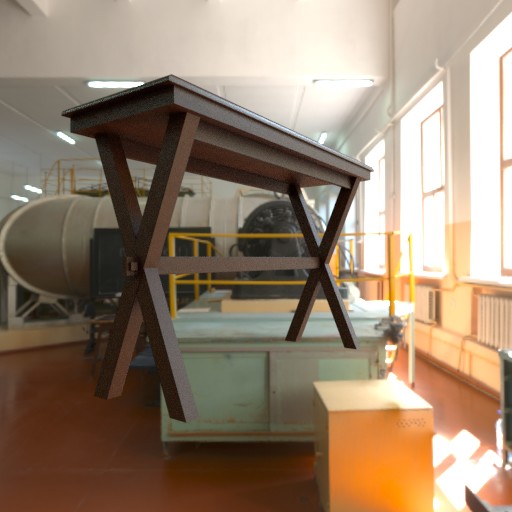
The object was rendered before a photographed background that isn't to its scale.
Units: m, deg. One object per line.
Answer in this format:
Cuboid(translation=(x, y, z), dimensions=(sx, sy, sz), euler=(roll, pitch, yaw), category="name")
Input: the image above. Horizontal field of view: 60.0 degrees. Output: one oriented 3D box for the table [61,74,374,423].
Cuboid(translation=(0.000, 0.000, 1.530), dimensions=(0.399, 0.763, 1.197), euler=(0, 0, 35), category="table")
